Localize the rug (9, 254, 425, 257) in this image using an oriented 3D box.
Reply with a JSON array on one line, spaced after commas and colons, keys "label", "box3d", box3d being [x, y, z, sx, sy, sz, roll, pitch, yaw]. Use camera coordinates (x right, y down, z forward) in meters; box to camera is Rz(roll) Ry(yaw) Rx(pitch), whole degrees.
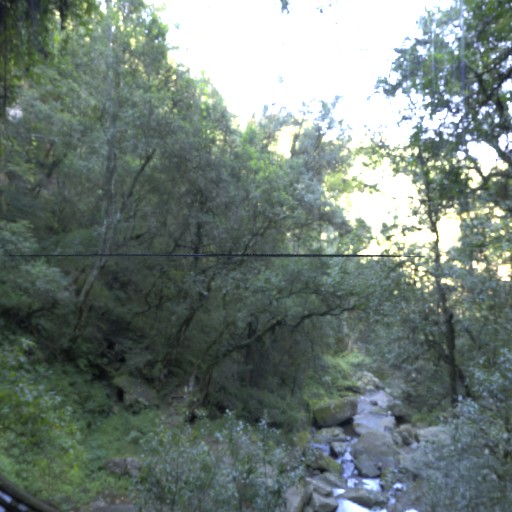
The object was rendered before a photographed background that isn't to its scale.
[{"label": "rug", "box3d": [0.000, 0.000, 2.111, 1.135, 0.010, 1.740, 0, 0, 35]}]
